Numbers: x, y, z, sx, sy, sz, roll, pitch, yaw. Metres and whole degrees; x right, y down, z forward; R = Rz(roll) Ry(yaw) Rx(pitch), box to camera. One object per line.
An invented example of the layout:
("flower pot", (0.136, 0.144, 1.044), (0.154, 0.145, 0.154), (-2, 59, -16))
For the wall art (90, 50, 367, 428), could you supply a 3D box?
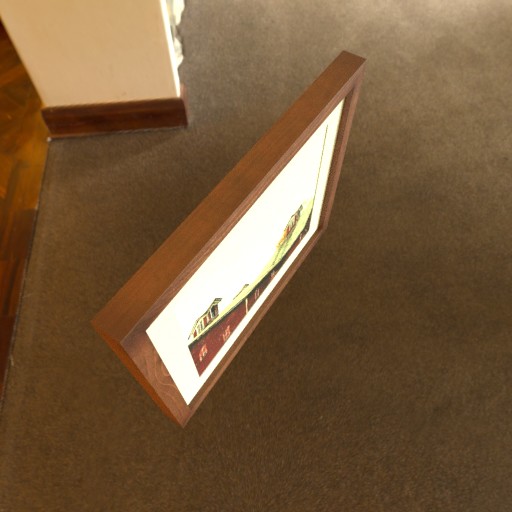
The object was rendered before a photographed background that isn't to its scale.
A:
("wall art", (0.000, 0.000, 0.554), (0.030, 0.328, 0.401), (30, 63, 17))
